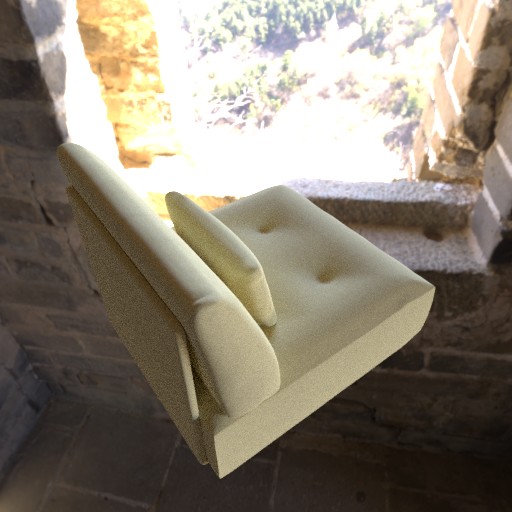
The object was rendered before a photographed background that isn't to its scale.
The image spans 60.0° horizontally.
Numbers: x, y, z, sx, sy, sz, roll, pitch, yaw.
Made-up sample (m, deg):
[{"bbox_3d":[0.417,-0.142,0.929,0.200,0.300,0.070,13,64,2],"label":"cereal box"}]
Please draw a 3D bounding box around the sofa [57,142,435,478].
[{"bbox_3d":[0.000,0.000,1.632,1.000,0.820,0.930,-26,47,-26],"label":"sofa"}]
